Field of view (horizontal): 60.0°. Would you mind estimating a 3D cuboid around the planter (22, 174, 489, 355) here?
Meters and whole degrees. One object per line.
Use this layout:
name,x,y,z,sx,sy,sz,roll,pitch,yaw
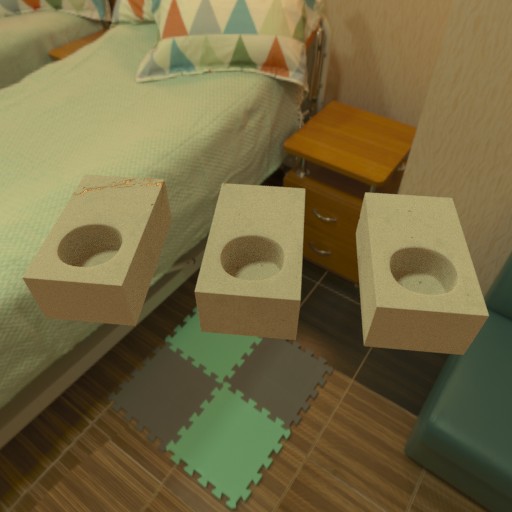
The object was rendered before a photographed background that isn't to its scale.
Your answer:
planter,0.000,0.000,0.376,0.333,0.051,0.127,4,47,4
